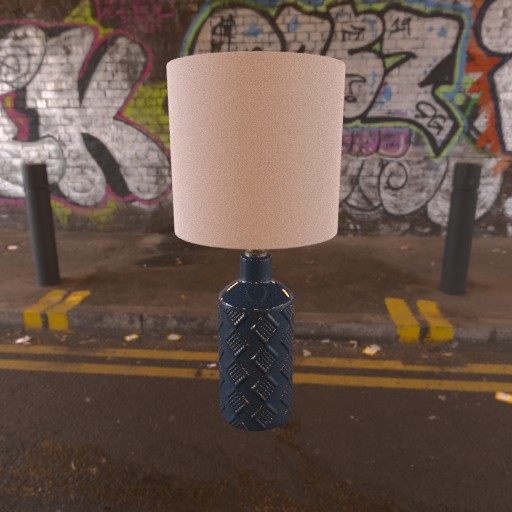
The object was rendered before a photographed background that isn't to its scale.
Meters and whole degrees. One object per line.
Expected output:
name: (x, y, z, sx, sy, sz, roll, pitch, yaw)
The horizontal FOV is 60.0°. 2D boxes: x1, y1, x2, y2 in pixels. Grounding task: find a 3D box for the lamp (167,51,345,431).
lamp: (0.000, 0.000, 0.582, 0.207, 0.461, 0.207, -15, 21, -43)
